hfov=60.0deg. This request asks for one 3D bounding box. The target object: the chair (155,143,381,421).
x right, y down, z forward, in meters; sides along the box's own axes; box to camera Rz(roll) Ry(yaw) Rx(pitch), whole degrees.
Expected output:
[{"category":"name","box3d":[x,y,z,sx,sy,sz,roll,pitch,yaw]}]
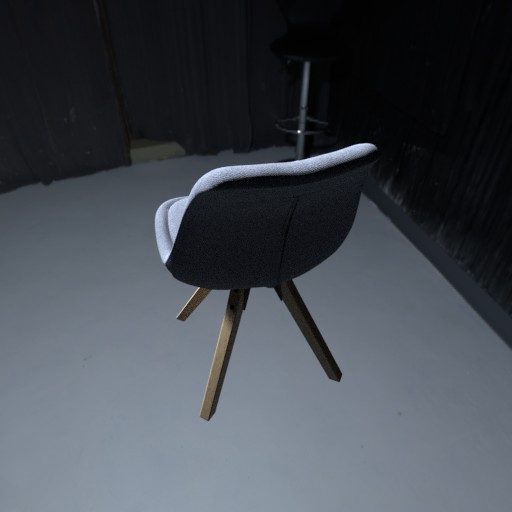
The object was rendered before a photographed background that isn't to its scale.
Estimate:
[{"category":"chair","box3d":[0.000,0.000,1.170,0.485,0.850,0.550,-12,44,-13]}]
